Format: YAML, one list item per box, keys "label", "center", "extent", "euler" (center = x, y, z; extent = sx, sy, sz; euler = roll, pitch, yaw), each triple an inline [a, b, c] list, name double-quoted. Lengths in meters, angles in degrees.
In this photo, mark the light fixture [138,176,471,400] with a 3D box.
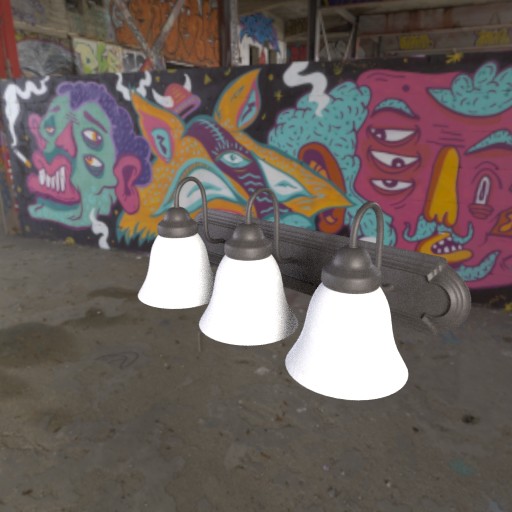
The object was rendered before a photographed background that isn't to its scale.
- label: "light fixture"
  center: [0.000, 0.000, 0.721]
  extent: [0.199, 0.222, 0.610]
  euler: [-16, 23, -42]
